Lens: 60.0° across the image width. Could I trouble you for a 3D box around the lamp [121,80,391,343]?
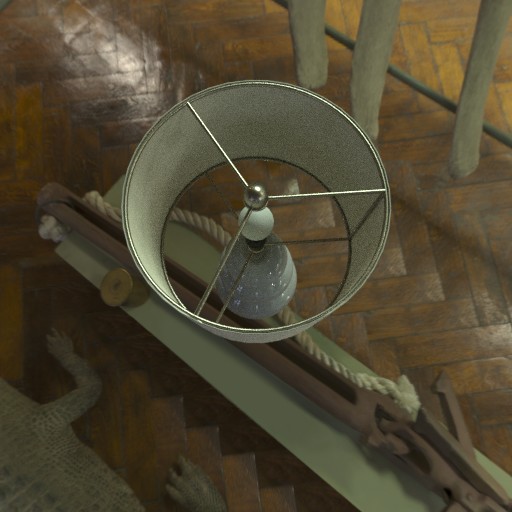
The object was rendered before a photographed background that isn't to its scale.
[{"bbox_3d":[0.000,0.000,0.932,0.367,0.730,0.367,37,79,8],"label":"lamp"}]
